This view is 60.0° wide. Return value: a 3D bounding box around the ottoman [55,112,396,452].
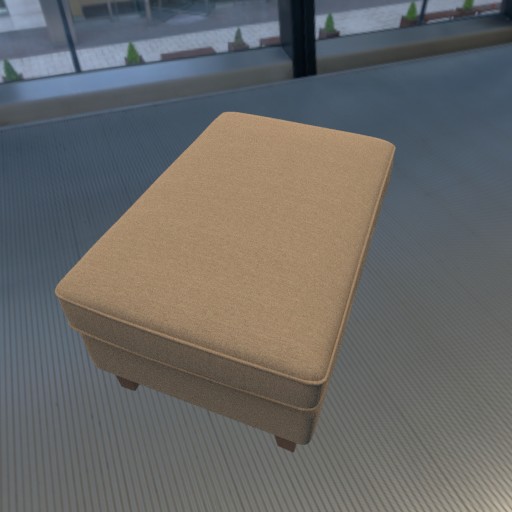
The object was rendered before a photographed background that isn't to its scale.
[{"bbox_3d":[0.000,0.000,1.330,0.636,0.521,0.945,15,46,15],"label":"ottoman"}]
